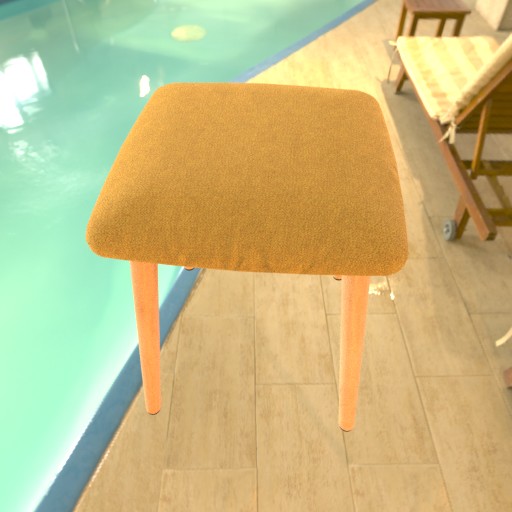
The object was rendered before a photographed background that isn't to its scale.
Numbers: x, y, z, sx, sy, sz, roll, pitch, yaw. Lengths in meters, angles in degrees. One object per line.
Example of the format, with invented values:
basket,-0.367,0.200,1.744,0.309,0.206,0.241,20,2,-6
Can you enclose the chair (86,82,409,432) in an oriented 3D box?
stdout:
chair,0.000,0.000,0.686,0.350,0.440,0.350,4,47,3
